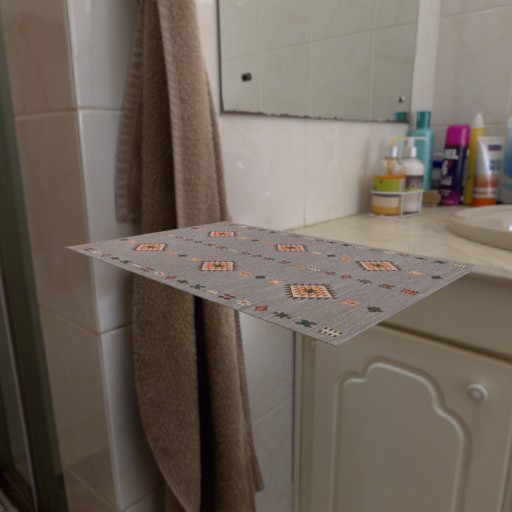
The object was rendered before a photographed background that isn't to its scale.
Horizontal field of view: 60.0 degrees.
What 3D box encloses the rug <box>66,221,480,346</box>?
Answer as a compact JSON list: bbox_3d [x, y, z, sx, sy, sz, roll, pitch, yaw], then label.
[{"bbox_3d":[0.000,0.000,2.314,1.818,0.005,1.217,13,19,42],"label":"rug"}]
